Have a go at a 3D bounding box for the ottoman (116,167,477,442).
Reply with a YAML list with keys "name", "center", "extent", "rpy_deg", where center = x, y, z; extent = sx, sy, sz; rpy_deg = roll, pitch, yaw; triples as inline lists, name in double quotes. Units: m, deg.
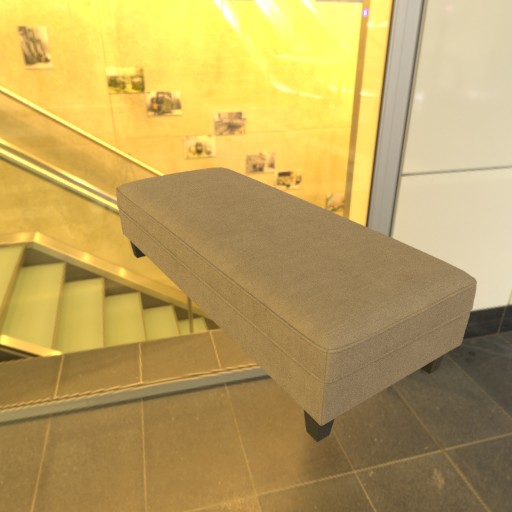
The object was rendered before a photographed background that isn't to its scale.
- name: "ottoman"
  center: [0.000, 0.000, 2.063]
  extent: [0.751, 0.470, 1.764]
  rpy_deg: [-17, 31, -30]
